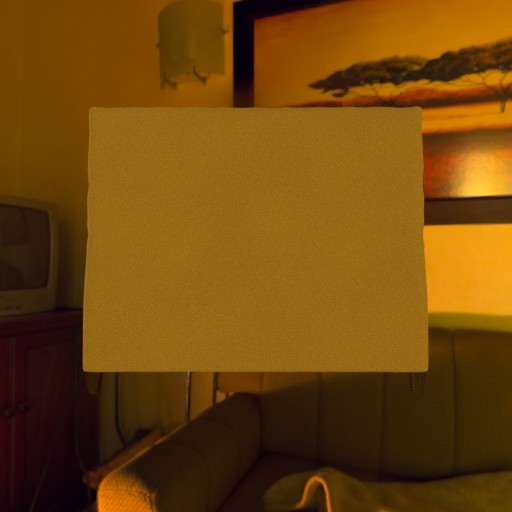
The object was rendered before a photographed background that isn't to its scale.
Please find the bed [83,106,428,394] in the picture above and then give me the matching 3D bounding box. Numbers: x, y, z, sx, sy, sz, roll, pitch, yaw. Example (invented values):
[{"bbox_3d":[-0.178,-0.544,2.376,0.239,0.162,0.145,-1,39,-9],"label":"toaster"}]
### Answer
[{"bbox_3d":[0.000,0.000,3.346,1.698,1.427,2.387,0,-2,0],"label":"bed"}]
